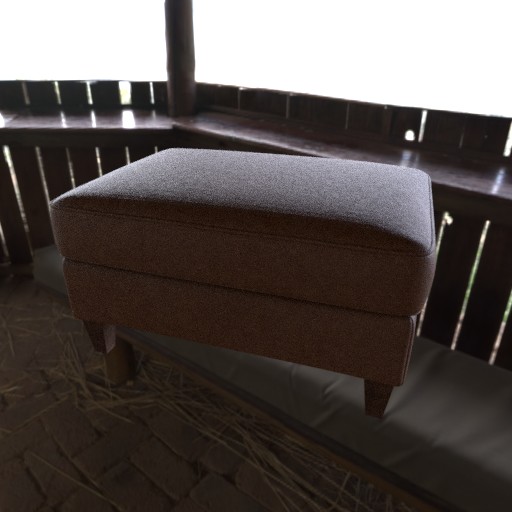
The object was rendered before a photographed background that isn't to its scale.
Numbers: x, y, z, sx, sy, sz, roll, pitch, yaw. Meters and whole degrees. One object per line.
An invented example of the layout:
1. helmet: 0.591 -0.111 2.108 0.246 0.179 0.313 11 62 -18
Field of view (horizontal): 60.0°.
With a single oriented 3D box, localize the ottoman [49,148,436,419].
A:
1. ottoman: 0.000 0.000 1.204 0.864 0.483 0.584 8 28 16
